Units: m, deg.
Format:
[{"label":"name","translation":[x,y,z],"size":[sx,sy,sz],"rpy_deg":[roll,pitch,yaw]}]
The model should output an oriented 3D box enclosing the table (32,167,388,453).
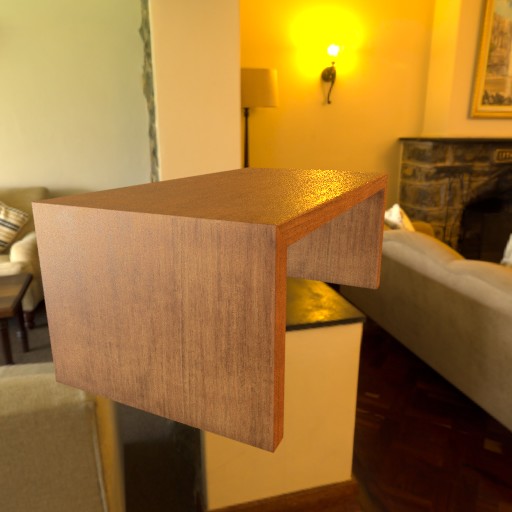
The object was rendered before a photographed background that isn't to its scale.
[{"label":"table","translation":[0.000,0.000,1.289],"size":[0.549,0.419,1.000],"rpy_deg":[7,17,25]}]
